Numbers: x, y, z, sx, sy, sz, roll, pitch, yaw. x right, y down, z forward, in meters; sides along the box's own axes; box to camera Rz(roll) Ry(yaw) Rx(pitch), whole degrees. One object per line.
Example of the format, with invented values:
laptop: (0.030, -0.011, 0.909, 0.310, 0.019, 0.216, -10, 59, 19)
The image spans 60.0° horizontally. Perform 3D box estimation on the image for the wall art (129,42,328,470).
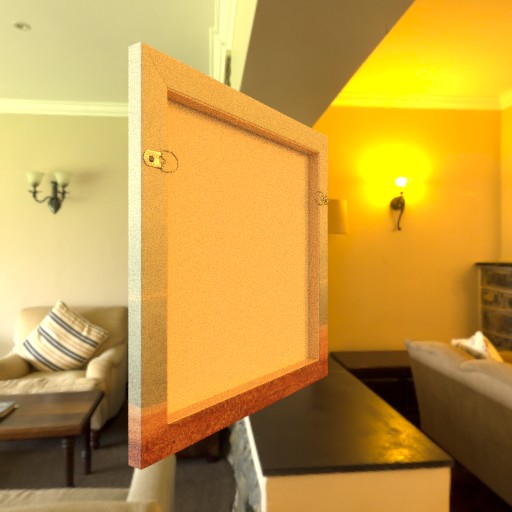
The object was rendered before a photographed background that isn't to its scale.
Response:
wall art: (0.000, 0.000, 0.881, 0.034, 0.605, 0.605, 0, 0, 35)
